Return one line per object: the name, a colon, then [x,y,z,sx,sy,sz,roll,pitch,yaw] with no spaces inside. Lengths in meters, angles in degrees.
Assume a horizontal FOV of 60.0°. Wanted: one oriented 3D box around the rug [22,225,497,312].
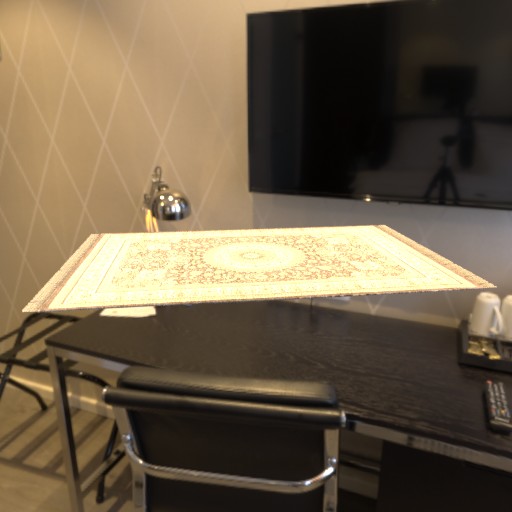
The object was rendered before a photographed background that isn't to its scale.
rug: [0.000,0.000,4.153,3.422,0.015,2.143,-2,17,-7]
